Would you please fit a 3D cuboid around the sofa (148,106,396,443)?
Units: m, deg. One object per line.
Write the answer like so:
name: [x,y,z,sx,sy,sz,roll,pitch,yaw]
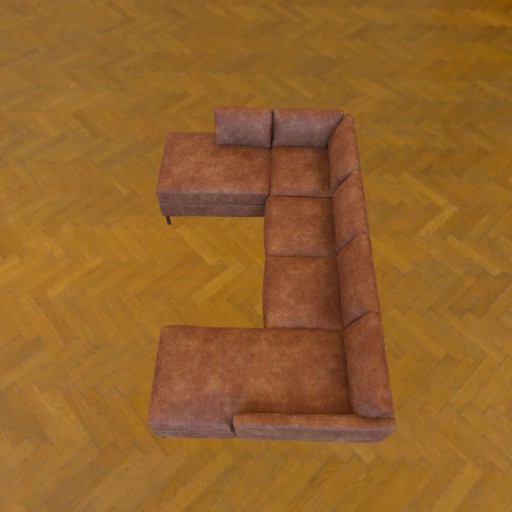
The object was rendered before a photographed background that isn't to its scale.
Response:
sofa: [0.000,0.000,3.881,1.939,0.900,2.956,1,58,1]
